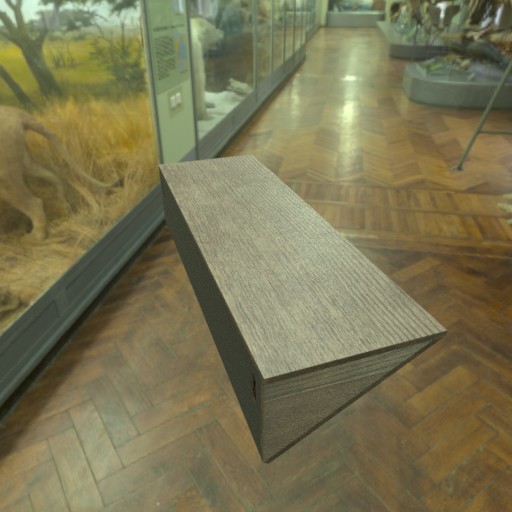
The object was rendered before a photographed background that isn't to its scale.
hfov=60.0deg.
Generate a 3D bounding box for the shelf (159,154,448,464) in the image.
[{"bbox_3d":[0.000,0.000,0.702,0.200,0.125,0.610,-10,32,-17],"label":"shelf"}]
